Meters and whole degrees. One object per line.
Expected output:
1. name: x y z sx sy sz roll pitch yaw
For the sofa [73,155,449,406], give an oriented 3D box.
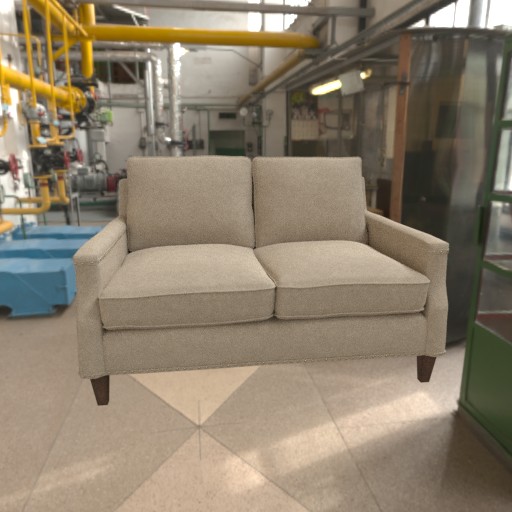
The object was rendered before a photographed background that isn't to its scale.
1. sofa: 0.000 0.000 2.304 1.597 1.002 1.084 -2 15 -7
